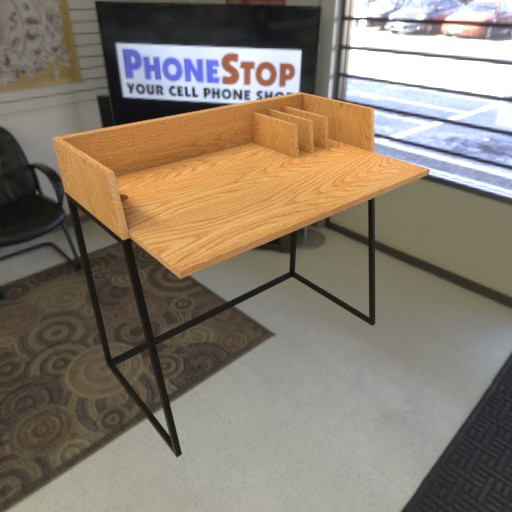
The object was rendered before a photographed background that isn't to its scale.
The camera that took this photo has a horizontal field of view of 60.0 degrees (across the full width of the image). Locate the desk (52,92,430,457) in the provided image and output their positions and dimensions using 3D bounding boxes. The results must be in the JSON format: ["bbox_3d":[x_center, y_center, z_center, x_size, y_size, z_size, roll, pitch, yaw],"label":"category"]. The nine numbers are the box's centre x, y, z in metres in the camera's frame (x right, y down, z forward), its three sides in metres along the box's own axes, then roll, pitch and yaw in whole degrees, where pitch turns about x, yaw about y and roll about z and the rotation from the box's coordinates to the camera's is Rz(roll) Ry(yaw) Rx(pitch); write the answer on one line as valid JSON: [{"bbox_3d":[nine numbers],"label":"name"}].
[{"bbox_3d":[0.000,0.000,1.867,1.191,1.061,0.769,-23,38,-33],"label":"desk"}]
